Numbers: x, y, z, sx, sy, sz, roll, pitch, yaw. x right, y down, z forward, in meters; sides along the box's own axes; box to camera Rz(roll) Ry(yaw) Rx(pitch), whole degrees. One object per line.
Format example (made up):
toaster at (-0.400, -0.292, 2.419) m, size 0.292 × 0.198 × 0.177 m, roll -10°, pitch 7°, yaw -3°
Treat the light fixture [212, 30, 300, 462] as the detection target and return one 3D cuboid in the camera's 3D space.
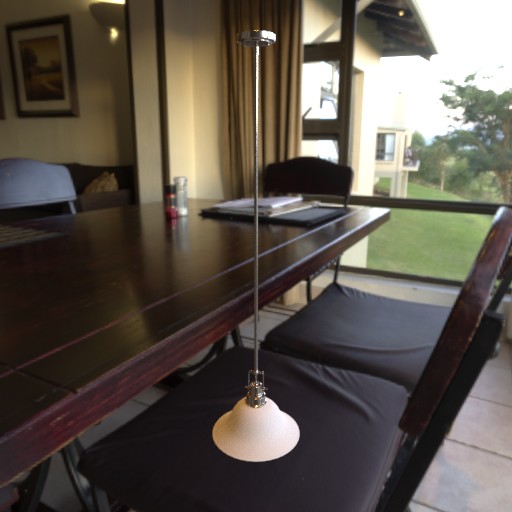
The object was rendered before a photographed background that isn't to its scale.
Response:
light fixture at (0.000, 0.000, 1.484) m, size 0.324 × 1.354 × 0.324 m, roll 2°, pitch 15°, yaw 9°
